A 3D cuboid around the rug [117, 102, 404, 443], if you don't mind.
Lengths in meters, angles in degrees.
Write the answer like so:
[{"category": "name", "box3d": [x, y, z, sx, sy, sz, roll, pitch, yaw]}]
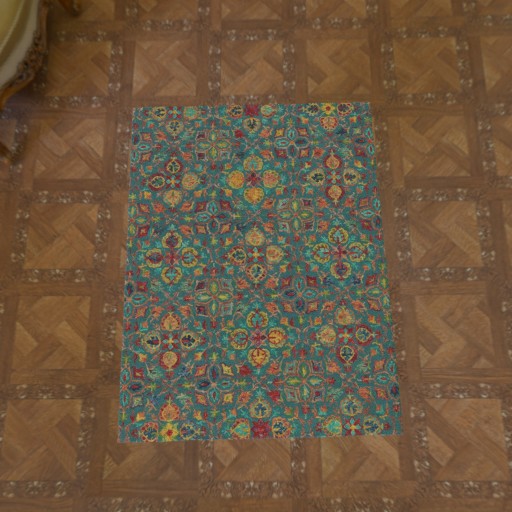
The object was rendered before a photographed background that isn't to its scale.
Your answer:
[{"category": "rug", "box3d": [0.000, 0.000, 4.154, 2.434, 0.025, 3.204, -2, 76, 0]}]
